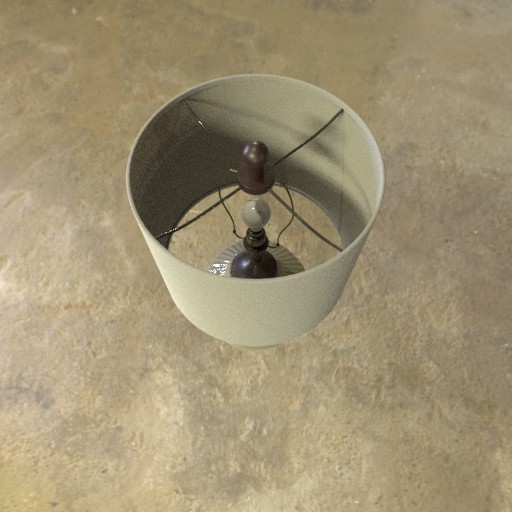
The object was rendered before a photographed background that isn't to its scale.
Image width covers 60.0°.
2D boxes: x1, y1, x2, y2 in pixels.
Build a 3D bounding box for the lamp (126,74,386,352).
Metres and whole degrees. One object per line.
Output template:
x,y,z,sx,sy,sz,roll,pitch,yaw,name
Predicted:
0.000,0.000,0.768,0.318,0.567,0.318,0,63,0,lamp
